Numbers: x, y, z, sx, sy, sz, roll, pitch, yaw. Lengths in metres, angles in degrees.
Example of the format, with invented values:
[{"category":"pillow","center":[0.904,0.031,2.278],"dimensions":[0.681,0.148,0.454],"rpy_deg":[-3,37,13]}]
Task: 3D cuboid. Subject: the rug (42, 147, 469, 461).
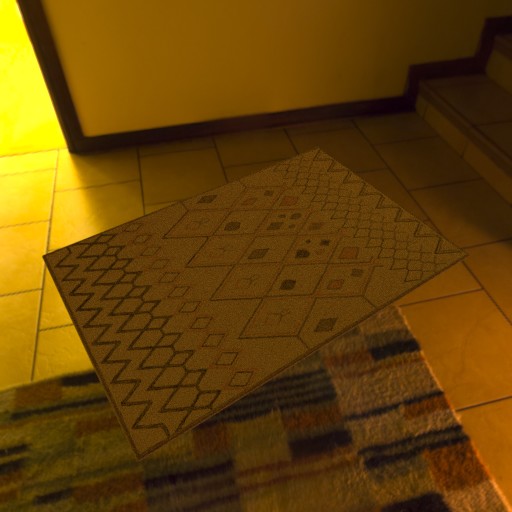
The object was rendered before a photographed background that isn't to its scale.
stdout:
[{"category":"rug","center":[0.000,0.000,2.277],"dimensions":[1.829,0.016,1.219],"rpy_deg":[-26,51,-23]}]
